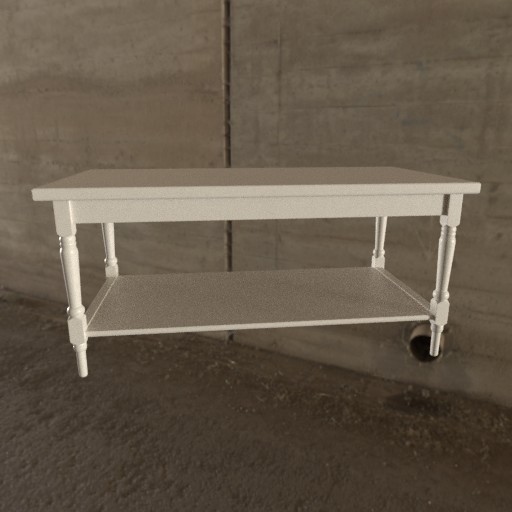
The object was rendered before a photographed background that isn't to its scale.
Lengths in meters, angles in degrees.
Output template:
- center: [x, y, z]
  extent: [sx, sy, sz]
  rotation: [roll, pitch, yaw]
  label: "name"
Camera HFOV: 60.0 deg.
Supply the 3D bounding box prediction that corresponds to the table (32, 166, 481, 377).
- center: [0.000, 0.000, 1.413]
  extent: [1.107, 0.510, 0.550]
  rotation: [-2, 16, -6]
  label: "table"
